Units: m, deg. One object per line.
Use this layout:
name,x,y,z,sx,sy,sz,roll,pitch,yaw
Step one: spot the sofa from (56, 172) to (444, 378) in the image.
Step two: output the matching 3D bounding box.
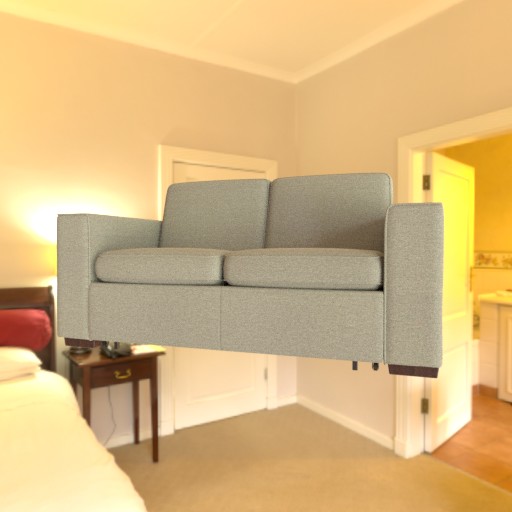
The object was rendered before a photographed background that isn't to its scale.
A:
sofa,0.000,0.000,2.398,1.812,0.924,1.007,0,1,19
